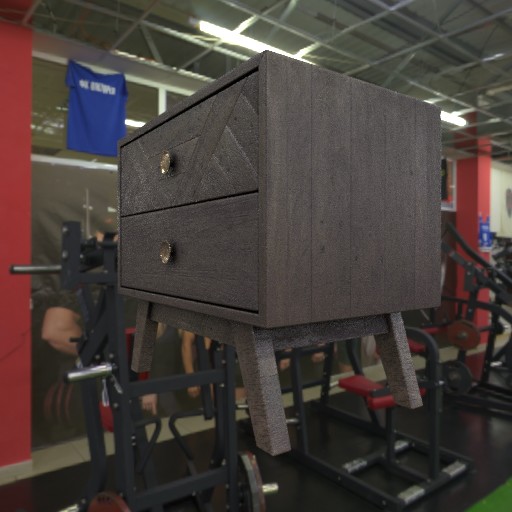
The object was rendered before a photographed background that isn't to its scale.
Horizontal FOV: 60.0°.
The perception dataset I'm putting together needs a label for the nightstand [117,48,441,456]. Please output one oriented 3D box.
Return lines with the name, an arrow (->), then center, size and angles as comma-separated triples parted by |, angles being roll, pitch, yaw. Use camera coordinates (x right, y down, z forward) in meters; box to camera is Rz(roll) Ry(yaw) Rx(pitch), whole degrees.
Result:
nightstand -> 0.000, 0.000, 1.022 | 0.450, 0.599, 0.650 | 0, 1, -35
